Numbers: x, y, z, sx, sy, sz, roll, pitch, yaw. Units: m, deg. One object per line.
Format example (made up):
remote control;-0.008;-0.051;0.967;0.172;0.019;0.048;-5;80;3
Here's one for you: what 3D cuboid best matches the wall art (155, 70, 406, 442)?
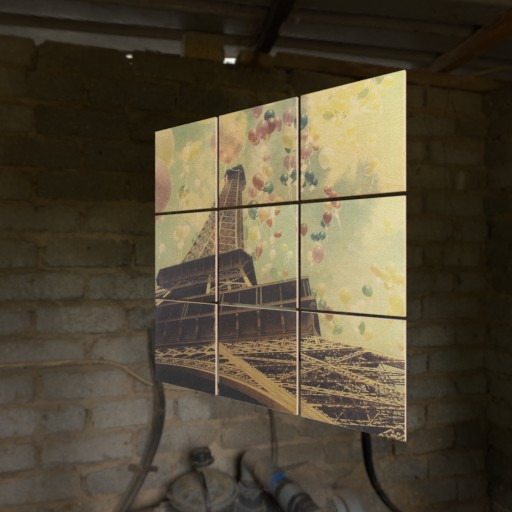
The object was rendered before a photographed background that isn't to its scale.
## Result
wall art;0.000;0.000;1.817;1.219;1.218;0.013;0;0;36
